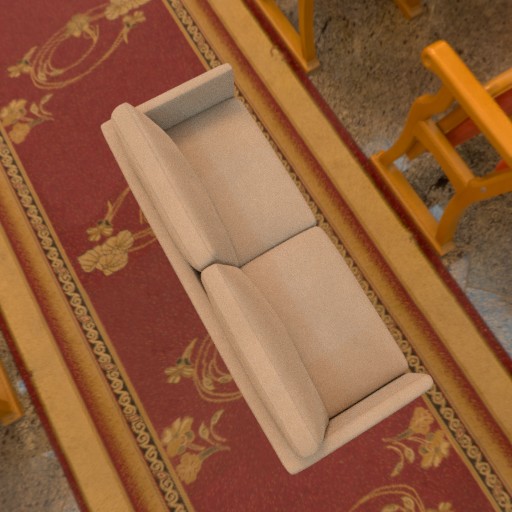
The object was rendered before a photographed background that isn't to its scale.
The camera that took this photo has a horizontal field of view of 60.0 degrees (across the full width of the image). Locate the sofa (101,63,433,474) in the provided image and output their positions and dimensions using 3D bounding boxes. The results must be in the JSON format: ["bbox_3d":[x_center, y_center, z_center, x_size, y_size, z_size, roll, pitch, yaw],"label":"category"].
[{"bbox_3d":[0.000,0.000,2.878,0.988,0.912,2.404,-29,78,-7],"label":"sofa"}]
